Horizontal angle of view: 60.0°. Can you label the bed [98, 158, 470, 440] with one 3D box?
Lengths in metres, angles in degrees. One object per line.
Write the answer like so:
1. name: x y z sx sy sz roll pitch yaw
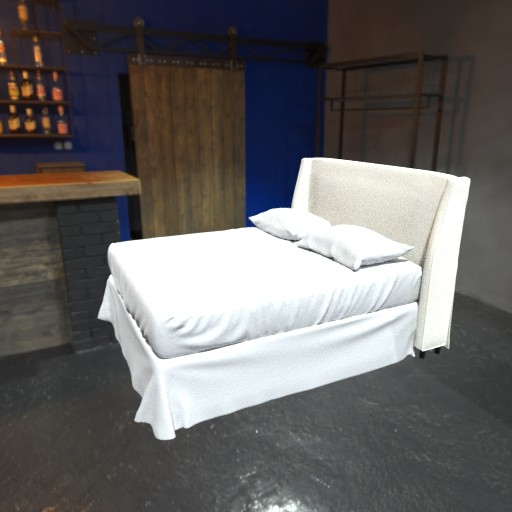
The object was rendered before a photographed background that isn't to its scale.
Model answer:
1. bed: 0.000 0.000 3.460 2.276 1.332 1.925 -8 19 -25
